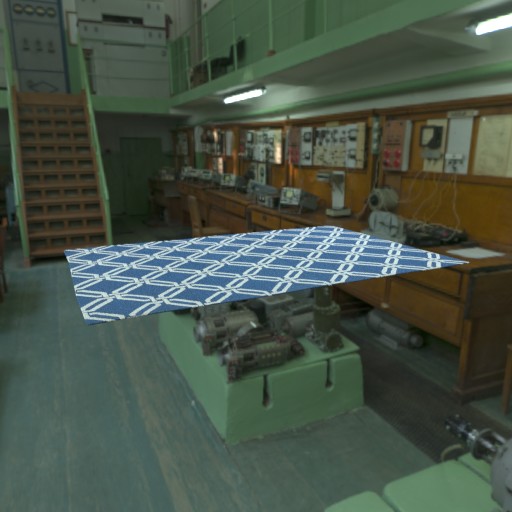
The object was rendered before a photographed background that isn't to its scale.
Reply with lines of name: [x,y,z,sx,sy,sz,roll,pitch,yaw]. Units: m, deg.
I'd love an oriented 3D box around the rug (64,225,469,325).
rug: [0.000,0.000,2.261,1.755,0.010,1.153,-7,15,-25]
